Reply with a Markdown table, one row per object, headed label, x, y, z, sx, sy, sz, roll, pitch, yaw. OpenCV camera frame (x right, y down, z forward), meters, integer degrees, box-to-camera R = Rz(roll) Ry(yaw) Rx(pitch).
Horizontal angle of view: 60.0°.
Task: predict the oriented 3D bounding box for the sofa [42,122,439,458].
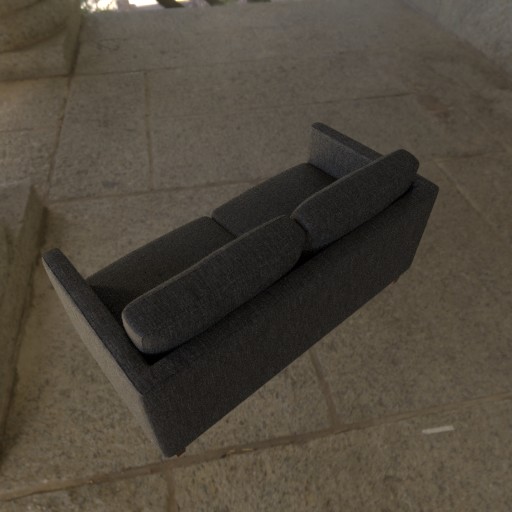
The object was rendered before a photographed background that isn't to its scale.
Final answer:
| label | x | y | z | sx | sy | sz | roll | pitch | yaw |
| --- | --- | --- | --- | --- | --- | --- | --- | --- | --- |
| sofa | 0.000 | 0.000 | 2.419 | 1.884 | 0.963 | 0.950 | -32 | 54 | -27 |
